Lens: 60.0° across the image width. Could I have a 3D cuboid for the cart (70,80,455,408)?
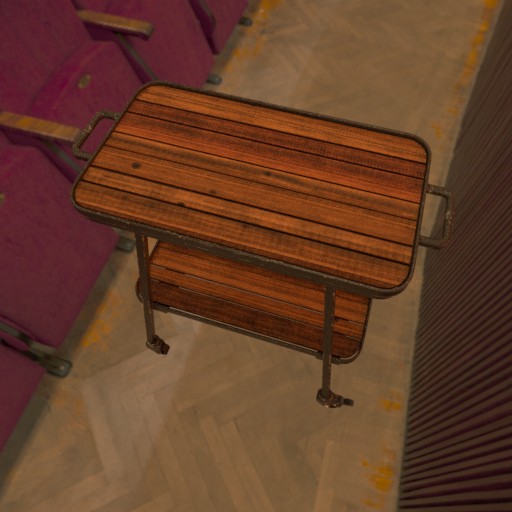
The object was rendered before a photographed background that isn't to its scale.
[{"bbox_3d":[0.000,0.000,1.222,0.806,0.700,0.515,15,60,9],"label":"cart"}]
